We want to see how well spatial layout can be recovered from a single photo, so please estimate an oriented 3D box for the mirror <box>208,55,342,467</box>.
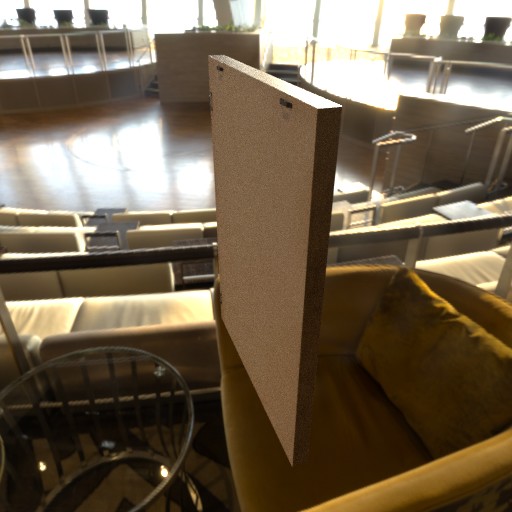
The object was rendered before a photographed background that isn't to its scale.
[{"bbox_3d":[0.000,0.000,0.925,0.039,0.711,0.508,-11,33,-17],"label":"mirror"}]
